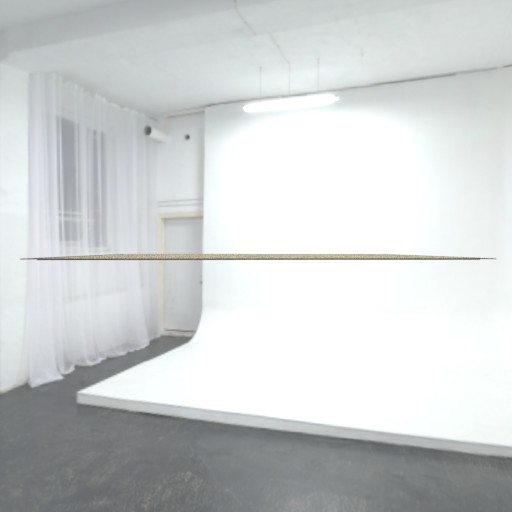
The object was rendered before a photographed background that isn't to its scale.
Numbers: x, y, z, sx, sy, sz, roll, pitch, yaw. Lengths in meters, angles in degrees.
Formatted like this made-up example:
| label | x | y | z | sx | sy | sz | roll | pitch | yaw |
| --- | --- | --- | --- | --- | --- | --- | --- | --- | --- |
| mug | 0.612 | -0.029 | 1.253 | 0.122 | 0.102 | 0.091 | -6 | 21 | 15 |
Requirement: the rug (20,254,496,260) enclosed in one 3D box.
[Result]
| label | x | y | z | sx | sy | sz | roll | pitch | yaw |
| --- | --- | --- | --- | --- | --- | --- | --- | --- | --- |
| rug | 0.000 | 0.000 | 4.047 | 3.056 | 0.010 | 2.437 | 0 | 1 | -2 |
